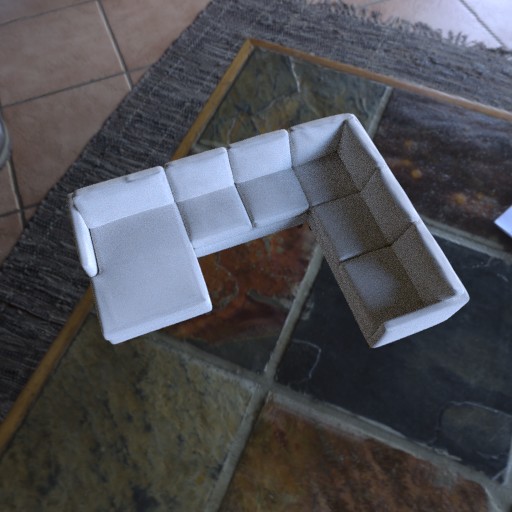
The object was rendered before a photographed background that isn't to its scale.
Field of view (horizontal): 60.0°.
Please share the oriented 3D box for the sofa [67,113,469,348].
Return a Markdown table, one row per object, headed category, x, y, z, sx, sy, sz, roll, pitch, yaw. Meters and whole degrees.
| category | x | y | z | sx | sy | sz | roll | pitch | yaw |
| --- | --- | --- | --- | --- | --- | --- | --- | --- | --- |
| sofa | 0.000 | 0.000 | 4.707 | 3.459 | 0.956 | 2.593 | -18 | 65 | -9 |
